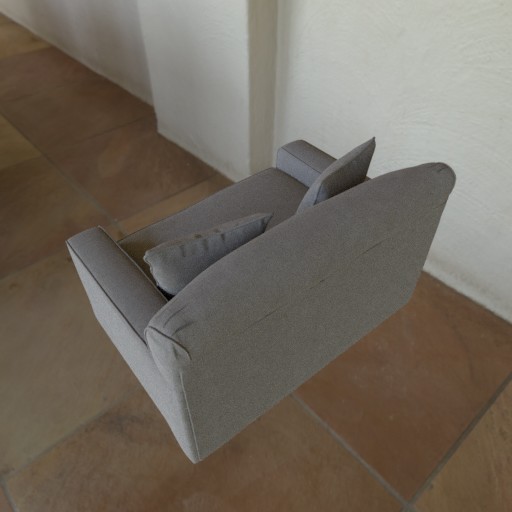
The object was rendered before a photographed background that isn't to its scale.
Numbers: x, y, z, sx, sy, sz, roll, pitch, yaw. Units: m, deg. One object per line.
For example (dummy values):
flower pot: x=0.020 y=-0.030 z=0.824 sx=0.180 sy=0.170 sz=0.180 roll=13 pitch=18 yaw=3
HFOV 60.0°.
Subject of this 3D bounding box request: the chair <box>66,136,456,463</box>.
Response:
chair: x=0.000 y=0.000 z=2.054 sx=1.395 sy=0.953 sz=0.992 roll=-29 pitch=51 yaw=-27
